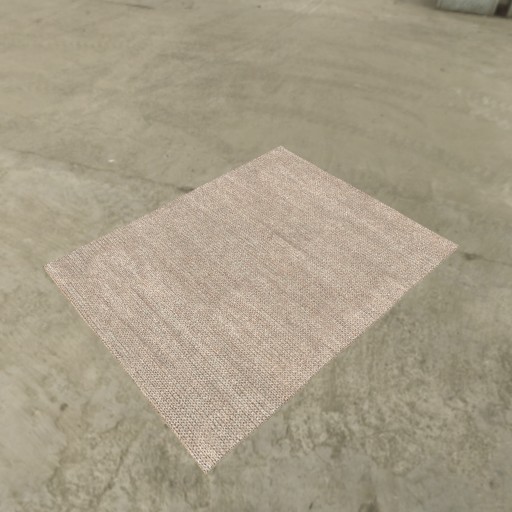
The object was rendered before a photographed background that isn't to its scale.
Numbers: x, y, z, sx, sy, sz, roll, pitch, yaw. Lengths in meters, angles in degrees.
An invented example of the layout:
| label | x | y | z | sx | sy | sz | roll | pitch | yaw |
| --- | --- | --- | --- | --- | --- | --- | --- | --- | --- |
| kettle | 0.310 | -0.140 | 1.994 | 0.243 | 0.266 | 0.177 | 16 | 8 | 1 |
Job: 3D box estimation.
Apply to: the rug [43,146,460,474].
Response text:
| label | x | y | z | sx | sy | sz | roll | pitch | yaw |
| --- | --- | --- | --- | --- | --- | --- | --- | --- | --- |
| rug | 0.000 | 0.000 | 4.114 | 3.052 | 0.030 | 2.429 | -33 | 54 | -28 |
